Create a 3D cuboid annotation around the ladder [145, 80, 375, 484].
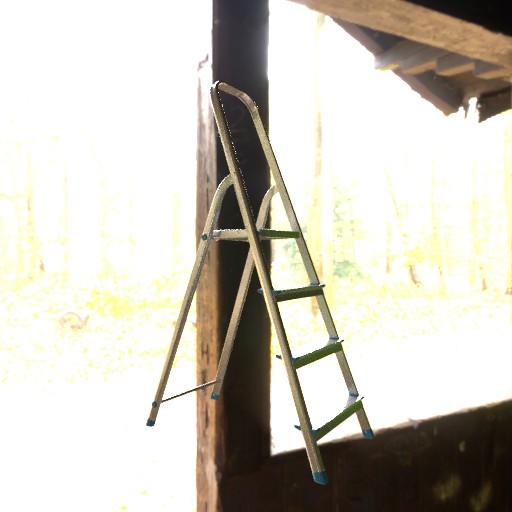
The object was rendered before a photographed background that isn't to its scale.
[{"bbox_3d":[0.000,0.000,1.811,0.842,1.434,0.445,0,0,35],"label":"ladder"}]
